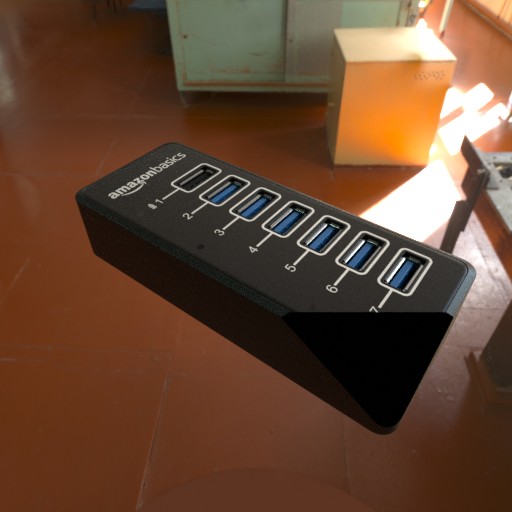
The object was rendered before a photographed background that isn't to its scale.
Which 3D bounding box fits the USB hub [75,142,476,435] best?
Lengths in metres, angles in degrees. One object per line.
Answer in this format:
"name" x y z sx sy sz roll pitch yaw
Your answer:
"USB hub" 0.000 0.000 0.131 0.110 0.023 0.044 27 49 26
